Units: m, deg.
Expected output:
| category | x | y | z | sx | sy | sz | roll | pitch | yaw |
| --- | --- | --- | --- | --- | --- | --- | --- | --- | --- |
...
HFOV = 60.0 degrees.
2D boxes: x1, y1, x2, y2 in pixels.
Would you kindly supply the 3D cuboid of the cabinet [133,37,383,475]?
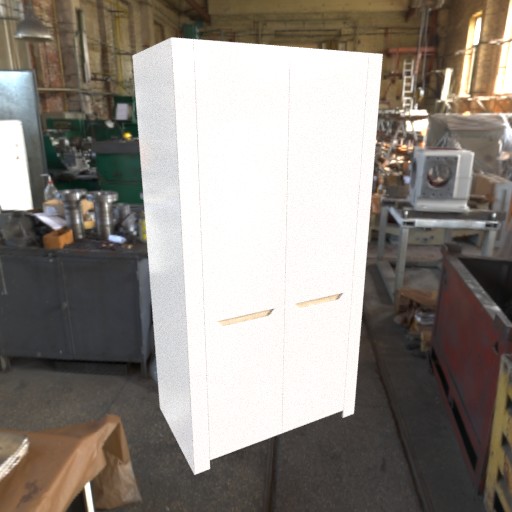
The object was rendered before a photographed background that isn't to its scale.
| category | x | y | z | sx | sy | sz | roll | pitch | yaw |
| --- | --- | --- | --- | --- | --- | --- | --- | --- | --- |
| cabinet | 0.000 | 0.000 | 2.308 | 0.980 | 1.920 | 0.580 | -9 | 20 | -26 |
